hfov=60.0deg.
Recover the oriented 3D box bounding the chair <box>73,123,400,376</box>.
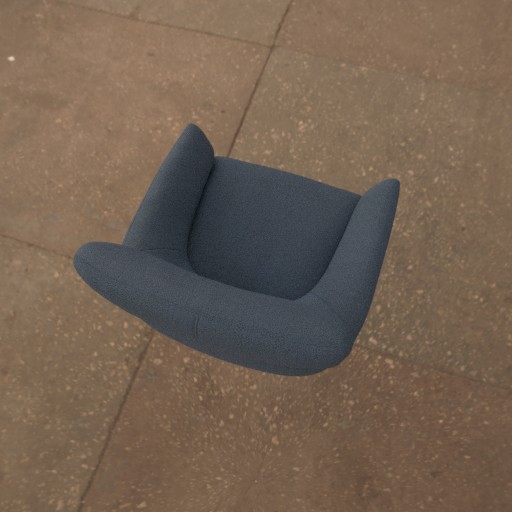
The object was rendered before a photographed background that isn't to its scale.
[{"bbox_3d":[0.000,0.000,1.384,0.738,0.813,0.761,17,64,9],"label":"chair"}]
